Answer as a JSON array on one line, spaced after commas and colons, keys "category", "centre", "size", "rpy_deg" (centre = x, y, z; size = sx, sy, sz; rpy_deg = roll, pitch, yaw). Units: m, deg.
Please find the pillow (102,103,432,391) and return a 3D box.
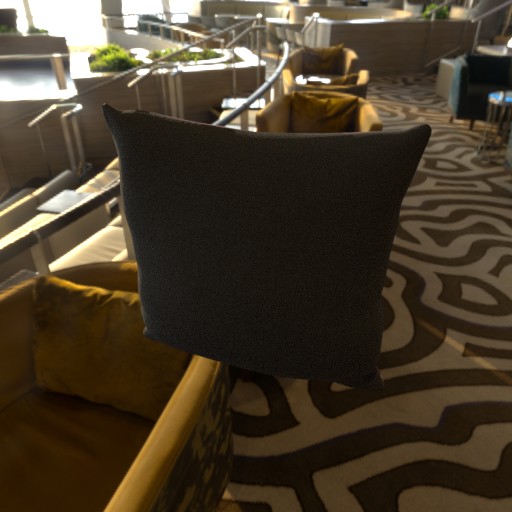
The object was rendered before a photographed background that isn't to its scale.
[{"category": "pillow", "centre": [0.000, 0.000, 0.765], "size": [0.503, 0.496, 0.208], "rpy_deg": [9, 33, 15]}]
